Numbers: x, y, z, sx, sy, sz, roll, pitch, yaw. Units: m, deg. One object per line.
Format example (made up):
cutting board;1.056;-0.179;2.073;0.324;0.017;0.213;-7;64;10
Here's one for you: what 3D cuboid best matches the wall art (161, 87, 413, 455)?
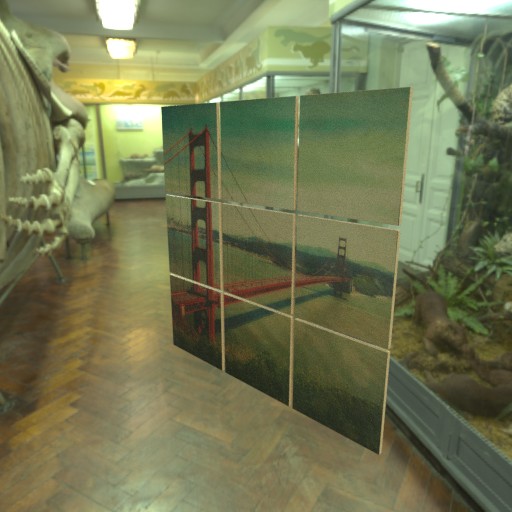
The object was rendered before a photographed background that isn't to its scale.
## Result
wall art;0.000;0.000;1.805;1.217;1.207;0.016;14;21;42
